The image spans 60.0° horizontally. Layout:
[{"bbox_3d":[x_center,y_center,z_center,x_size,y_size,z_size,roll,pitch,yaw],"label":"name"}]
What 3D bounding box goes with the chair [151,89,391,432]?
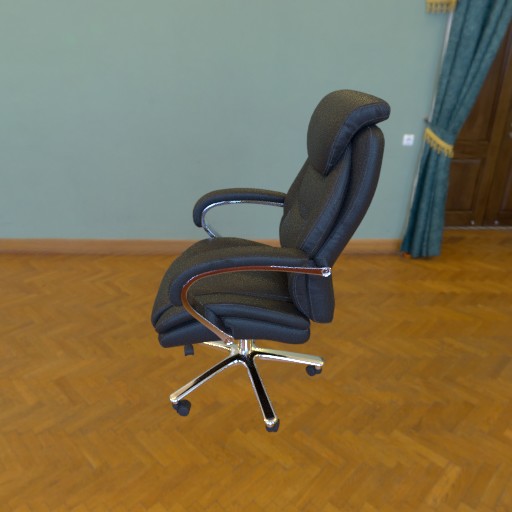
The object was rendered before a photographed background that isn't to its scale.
[{"bbox_3d":[0.000,0.000,1.706,0.790,1.183,0.755,-1,25,-1],"label":"chair"}]
